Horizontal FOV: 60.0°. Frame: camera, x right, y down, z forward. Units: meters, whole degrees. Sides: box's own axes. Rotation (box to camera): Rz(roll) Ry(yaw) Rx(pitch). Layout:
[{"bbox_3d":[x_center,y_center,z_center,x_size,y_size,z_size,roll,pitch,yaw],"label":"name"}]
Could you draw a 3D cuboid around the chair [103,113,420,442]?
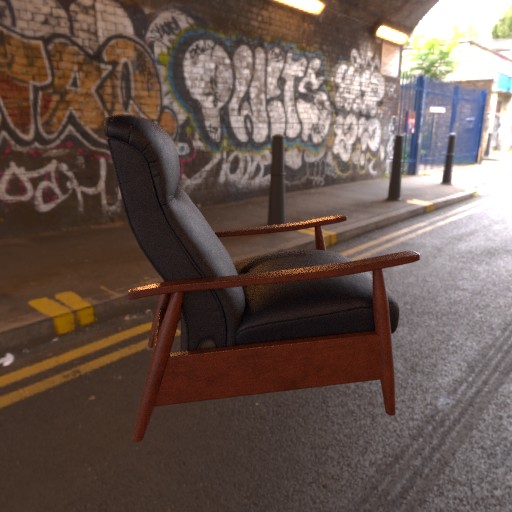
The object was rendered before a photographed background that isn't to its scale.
[{"bbox_3d":[0.000,0.000,1.800,1.014,1.082,0.762,-2,16,-9],"label":"chair"}]
